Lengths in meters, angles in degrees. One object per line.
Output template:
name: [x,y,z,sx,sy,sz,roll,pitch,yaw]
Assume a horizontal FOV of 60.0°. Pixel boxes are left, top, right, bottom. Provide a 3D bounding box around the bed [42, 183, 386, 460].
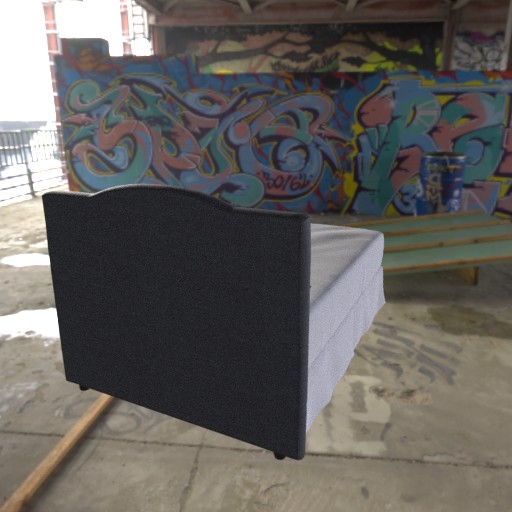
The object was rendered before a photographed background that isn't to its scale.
bed: [0.000,0.000,3.555,1.747,1.441,2.507,8,19,25]
